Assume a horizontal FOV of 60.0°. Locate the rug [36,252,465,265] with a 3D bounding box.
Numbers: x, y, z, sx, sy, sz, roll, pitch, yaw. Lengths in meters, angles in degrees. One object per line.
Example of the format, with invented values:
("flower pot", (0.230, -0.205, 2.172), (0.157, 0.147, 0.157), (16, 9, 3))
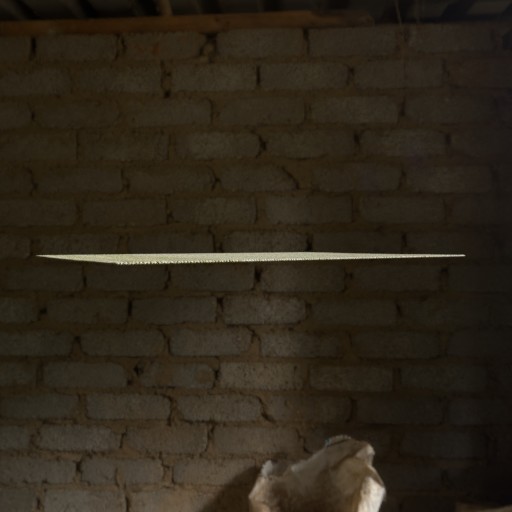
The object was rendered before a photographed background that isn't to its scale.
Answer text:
("rug", (0.000, 0.000, 2.148), (1.758, 0.010, 1.143), (-1, 2, -36))
